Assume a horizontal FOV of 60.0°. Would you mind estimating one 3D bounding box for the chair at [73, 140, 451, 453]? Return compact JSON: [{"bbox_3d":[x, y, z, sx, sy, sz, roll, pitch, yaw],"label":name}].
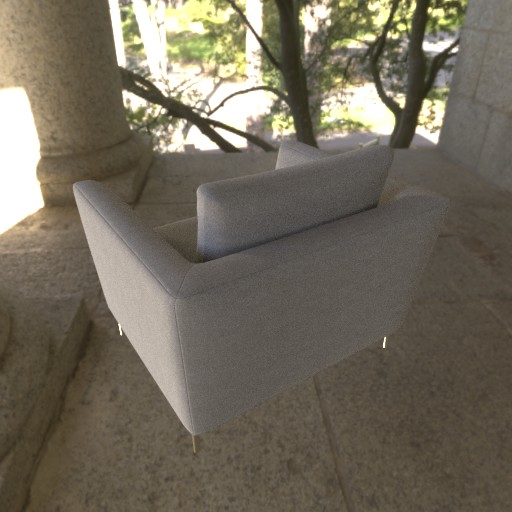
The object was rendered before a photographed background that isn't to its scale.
[{"bbox_3d":[0.000,0.000,1.668,1.041,0.864,0.889,-19,35,-29],"label":"chair"}]
